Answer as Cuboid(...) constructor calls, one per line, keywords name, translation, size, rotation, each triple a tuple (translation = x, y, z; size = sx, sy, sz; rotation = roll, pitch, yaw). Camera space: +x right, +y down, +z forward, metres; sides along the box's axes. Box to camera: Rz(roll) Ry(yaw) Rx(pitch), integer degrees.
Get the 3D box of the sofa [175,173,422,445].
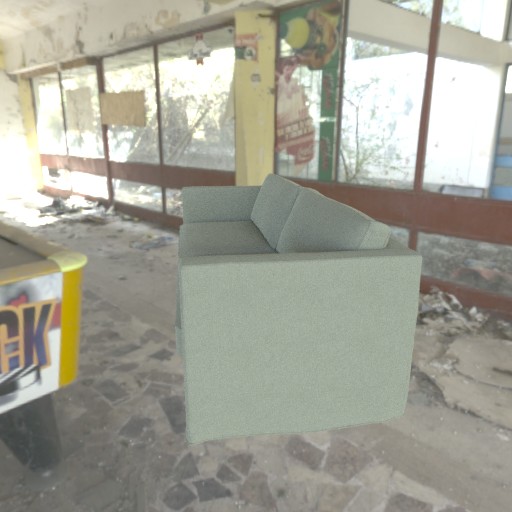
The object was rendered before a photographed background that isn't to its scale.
Cuboid(name="sofa", translation=(0.000, 0.000, 2.767), size=(0.962, 0.853, 2.312), rotation=(-2, 16, -8))
